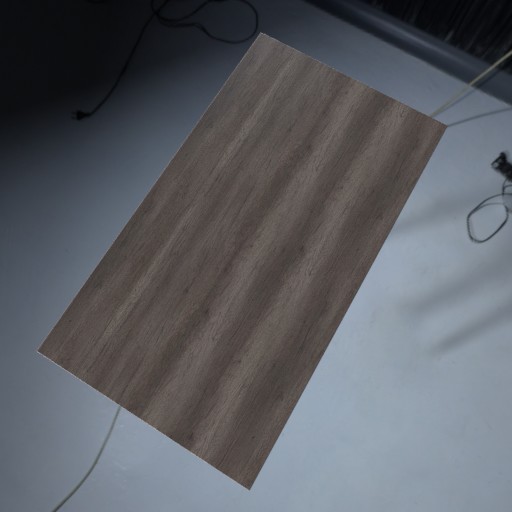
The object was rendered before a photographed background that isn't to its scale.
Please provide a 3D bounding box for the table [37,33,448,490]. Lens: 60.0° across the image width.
[{"bbox_3d":[0.000,0.000,2.097,0.900,0.775,1.600,30,77,7],"label":"table"}]
